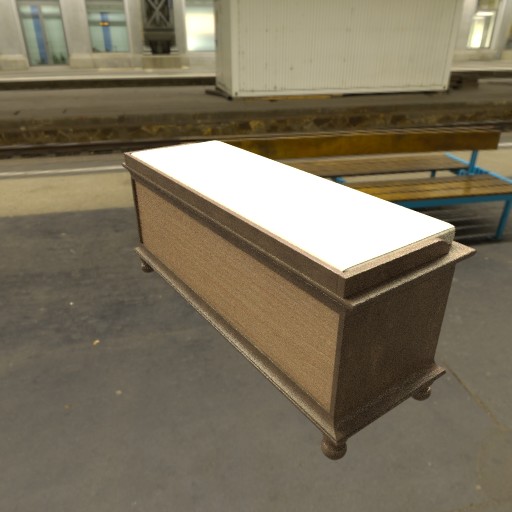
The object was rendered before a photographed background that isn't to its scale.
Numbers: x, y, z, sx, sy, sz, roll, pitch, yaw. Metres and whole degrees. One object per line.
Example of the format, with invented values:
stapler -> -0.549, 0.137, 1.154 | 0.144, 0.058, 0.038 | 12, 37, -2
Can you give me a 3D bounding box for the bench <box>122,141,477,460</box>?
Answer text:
bench -> 0.000, 0.000, 1.433 | 0.402, 0.501, 1.185 | -18, 32, -31
